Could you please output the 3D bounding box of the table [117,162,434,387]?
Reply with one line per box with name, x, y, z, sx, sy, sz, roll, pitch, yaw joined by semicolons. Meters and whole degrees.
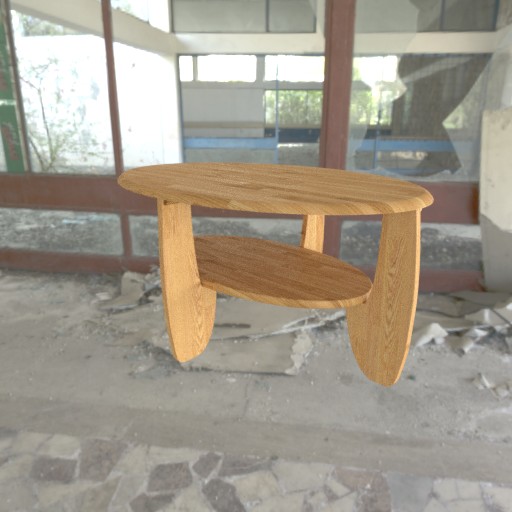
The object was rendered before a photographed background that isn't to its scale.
table;0.000;0.000;1.384;1.040;0.490;0.690;16;24;42
